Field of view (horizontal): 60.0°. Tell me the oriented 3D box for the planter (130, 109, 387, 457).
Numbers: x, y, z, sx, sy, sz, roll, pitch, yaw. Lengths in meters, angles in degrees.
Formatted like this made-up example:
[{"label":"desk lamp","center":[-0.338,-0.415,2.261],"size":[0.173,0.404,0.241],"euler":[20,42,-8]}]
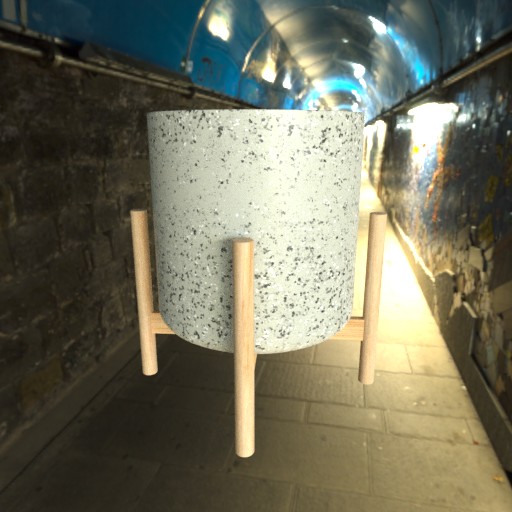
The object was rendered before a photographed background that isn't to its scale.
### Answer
[{"label":"planter","center":[0.000,0.000,0.688],"size":[0.360,0.419,0.360],"euler":[8,18,26]}]
